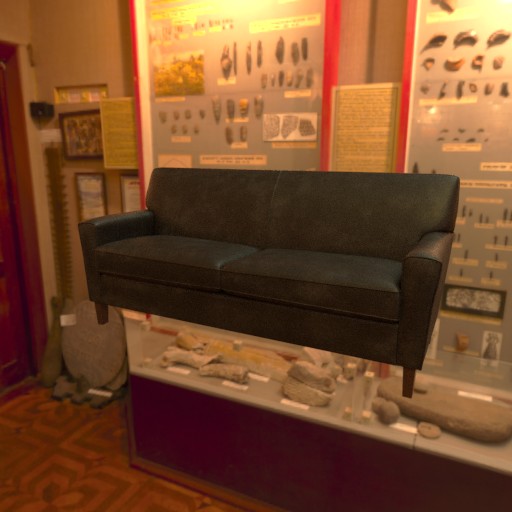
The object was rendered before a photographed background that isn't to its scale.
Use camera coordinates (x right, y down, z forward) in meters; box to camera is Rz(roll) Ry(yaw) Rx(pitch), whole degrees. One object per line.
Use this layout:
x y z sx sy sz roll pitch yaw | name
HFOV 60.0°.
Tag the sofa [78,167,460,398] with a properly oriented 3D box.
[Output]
0.000 0.000 2.570 2.053 0.947 0.805 7 15 26 | sofa
